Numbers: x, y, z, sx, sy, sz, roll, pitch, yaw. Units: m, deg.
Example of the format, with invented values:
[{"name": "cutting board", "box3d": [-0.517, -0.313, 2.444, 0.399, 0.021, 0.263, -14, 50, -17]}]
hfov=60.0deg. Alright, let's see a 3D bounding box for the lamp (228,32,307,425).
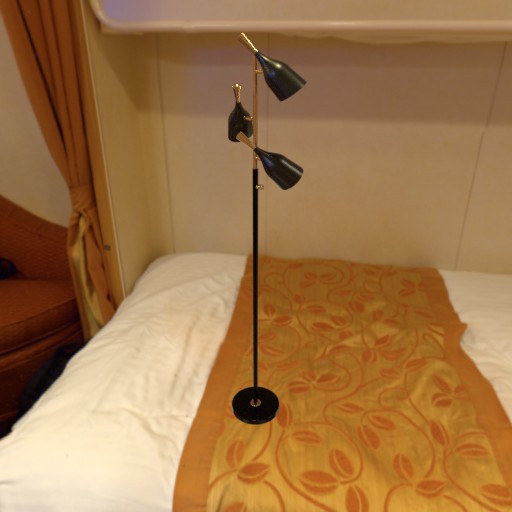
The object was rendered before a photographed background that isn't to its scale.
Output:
[{"name": "lamp", "box3d": [0.000, 0.000, 1.978, 0.253, 1.778, 0.434, -18, 31, -33]}]
